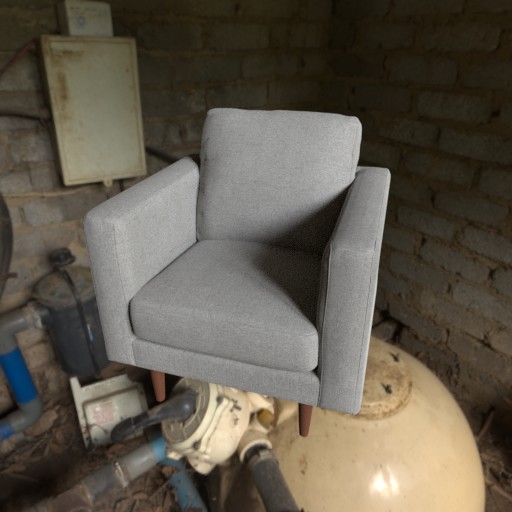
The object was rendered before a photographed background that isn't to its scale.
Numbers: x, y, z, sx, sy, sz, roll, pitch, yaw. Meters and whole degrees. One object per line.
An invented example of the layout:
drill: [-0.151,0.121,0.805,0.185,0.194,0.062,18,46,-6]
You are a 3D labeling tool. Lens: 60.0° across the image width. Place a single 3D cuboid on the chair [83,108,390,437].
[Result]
chair: [0.000,0.000,1.583,0.855,0.927,0.800,8,27,15]
